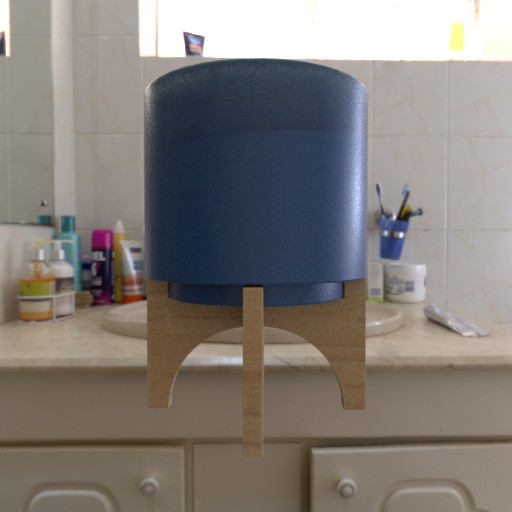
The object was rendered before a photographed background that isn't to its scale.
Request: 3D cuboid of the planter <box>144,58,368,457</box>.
[{"bbox_3d":[0.000,0.000,0.537,0.261,0.367,0.261,0,1,0],"label":"planter"}]
